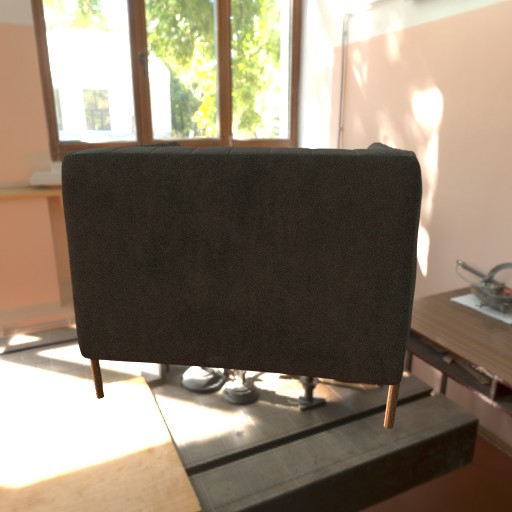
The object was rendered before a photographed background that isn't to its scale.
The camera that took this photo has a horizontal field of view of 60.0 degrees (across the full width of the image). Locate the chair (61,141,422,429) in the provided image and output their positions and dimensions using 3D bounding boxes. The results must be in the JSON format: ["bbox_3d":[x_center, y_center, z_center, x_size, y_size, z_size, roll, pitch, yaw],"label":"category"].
[{"bbox_3d":[0.000,0.000,1.570,0.981,0.779,0.873,3,16,9],"label":"chair"}]
